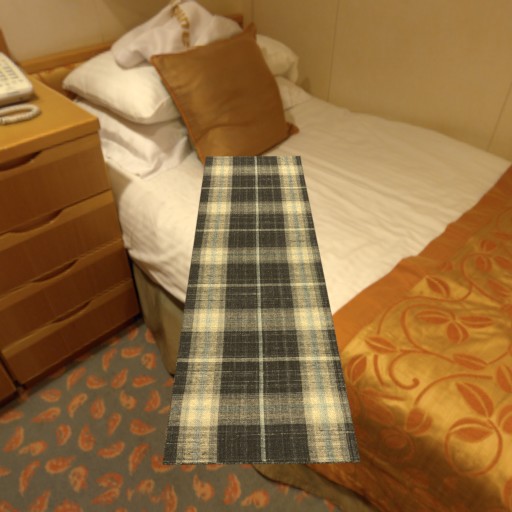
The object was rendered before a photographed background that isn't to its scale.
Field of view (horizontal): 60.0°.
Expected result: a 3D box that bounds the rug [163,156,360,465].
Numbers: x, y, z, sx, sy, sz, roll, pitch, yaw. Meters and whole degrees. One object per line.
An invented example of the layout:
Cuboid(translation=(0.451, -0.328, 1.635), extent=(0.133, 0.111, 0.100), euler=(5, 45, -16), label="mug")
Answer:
Cuboid(translation=(0.000, 0.000, 2.611), extent=(0.760, 0.012, 2.434), euler=(-1, 41, -1), label="rug")
